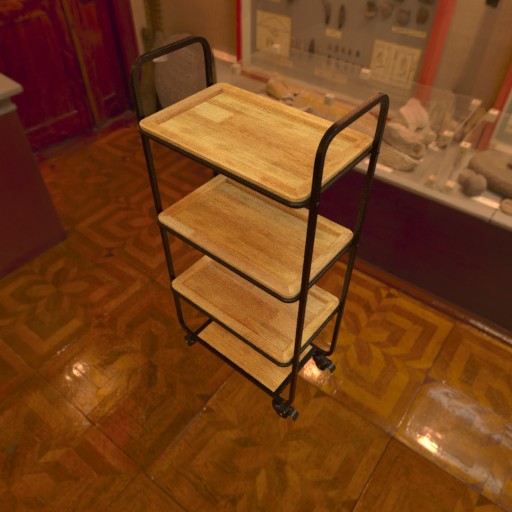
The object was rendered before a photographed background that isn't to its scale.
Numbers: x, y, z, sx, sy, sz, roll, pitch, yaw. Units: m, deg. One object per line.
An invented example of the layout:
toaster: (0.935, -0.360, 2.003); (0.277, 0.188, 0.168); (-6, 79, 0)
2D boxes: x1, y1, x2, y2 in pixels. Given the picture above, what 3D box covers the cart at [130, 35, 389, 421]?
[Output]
cart: (0.000, 0.000, 1.313); (0.545, 1.080, 0.321); (30, 52, 27)
